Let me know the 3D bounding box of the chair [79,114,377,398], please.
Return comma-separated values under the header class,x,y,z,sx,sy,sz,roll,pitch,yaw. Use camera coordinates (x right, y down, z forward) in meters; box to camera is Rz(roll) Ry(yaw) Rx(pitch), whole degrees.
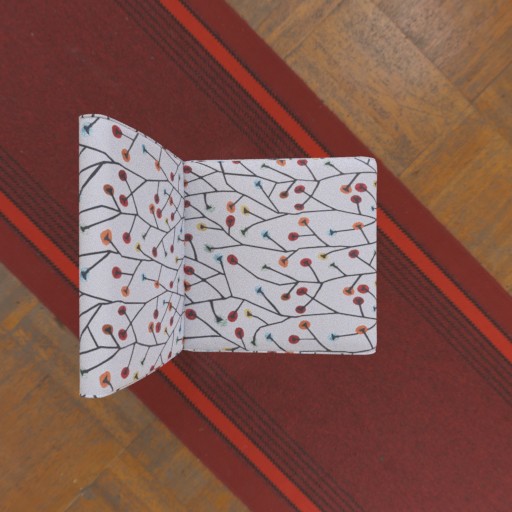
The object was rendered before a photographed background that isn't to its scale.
class,x,y,z,sx,sy,sz,roll,pitch,yaw
chair,0.000,0.000,1.288,0.732,0.813,0.597,0,90,-1
